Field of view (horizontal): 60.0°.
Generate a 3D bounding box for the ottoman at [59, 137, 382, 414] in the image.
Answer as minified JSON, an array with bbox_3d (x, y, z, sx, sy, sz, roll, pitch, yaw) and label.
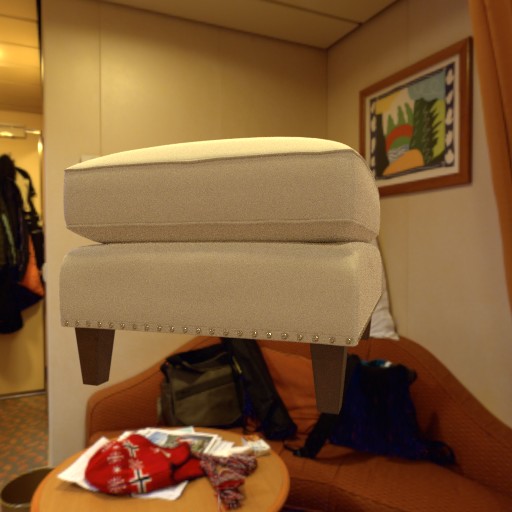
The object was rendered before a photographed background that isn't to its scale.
[{"bbox_3d":[0.000,0.000,1.128,0.584,0.513,0.741,0,1,19],"label":"ottoman"}]
